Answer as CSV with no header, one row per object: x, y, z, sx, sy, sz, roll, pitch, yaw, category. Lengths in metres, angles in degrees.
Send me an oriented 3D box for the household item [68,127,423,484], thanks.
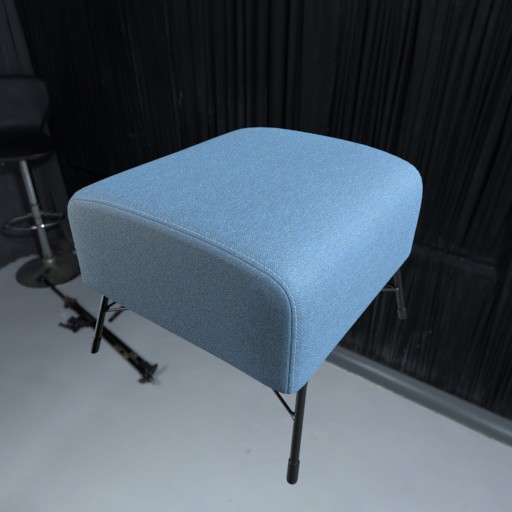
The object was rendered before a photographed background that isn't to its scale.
0.000,0.000,0.920,0.530,0.420,0.530,21,37,30,household item
